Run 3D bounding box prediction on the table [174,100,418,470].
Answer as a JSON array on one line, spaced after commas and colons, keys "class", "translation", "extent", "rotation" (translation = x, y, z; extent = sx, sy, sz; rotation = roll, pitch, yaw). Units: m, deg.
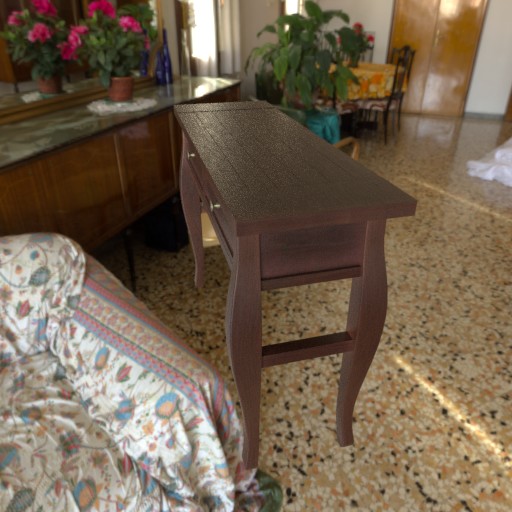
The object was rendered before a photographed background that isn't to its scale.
[{"class": "table", "translation": [0.000, 0.000, 1.439], "extent": [0.373, 0.768, 1.062], "rotation": [-7, 30, -13]}]
